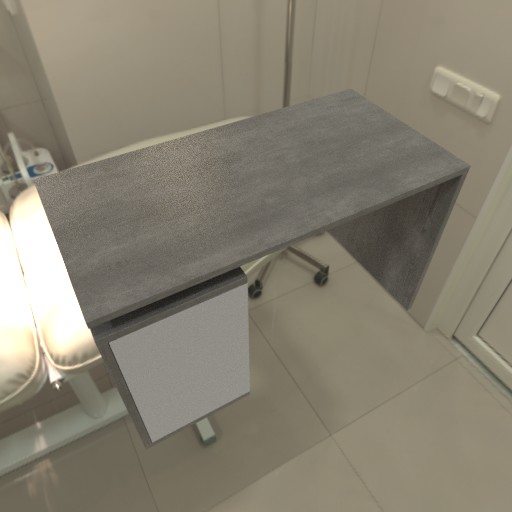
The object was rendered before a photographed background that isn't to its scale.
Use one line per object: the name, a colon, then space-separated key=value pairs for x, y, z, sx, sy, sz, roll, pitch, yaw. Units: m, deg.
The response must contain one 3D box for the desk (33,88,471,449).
desk: x=0.000 y=0.000 z=1.624 sx=1.200 sy=0.740 sz=0.600 roll=-22 pitch=50 yaw=-20
